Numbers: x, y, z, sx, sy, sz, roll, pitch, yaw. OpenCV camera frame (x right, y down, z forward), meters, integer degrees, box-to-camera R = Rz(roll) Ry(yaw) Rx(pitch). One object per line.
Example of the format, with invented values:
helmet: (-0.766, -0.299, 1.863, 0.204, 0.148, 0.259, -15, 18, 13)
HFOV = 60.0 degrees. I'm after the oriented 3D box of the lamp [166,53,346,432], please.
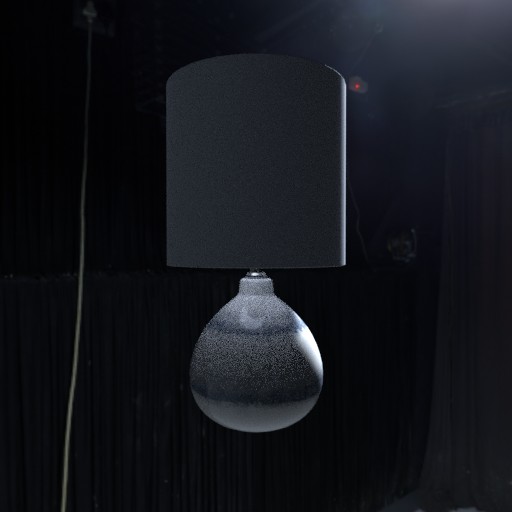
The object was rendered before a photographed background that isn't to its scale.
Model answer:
lamp: (0.000, 0.000, 0.548, 0.216, 0.404, 0.216, -1, 1, -36)
